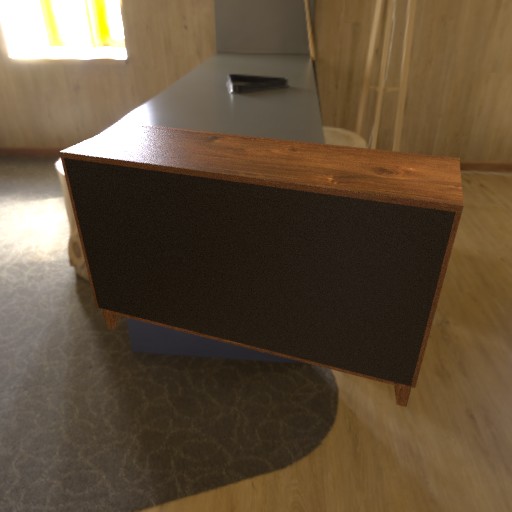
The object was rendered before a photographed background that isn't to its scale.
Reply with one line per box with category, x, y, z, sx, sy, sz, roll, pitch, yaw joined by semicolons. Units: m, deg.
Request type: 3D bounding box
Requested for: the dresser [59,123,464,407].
dresser;0.000;0.000;1.851;1.400;0.873;0.446;11;33;17
